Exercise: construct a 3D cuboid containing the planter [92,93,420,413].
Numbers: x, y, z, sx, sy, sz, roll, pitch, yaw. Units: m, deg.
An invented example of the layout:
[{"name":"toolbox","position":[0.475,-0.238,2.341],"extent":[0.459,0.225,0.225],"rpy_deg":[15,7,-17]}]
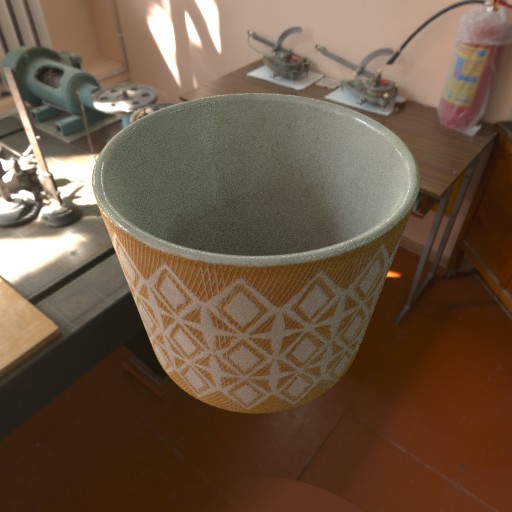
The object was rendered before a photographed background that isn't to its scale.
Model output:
[{"name":"planter","position":[0.000,0.000,0.324],"extent":[0.193,0.165,0.193],"rpy_deg":[0,42,0]}]
